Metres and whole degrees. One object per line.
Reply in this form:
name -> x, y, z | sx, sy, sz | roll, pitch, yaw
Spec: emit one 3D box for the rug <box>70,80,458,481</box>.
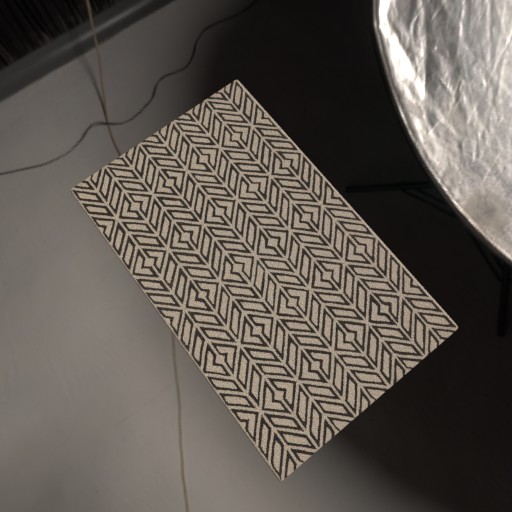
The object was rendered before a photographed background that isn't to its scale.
rug -> 0.000, 0.000, 3.076 | 1.523, 0.008, 2.438 | -37, 78, -9
